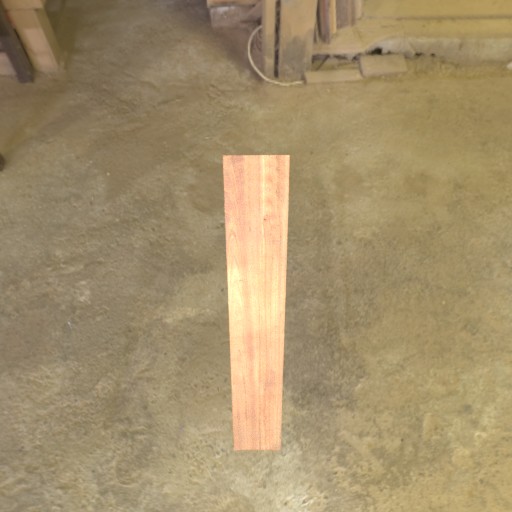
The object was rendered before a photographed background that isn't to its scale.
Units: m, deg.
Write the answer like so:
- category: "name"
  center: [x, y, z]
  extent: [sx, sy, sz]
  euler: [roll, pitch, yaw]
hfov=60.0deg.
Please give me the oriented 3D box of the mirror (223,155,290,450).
- category: "mirror"
  center: [0.000, 0.000, 0.881]
  extent: [0.100, 0.548, 0.631]
  euler: [0, 57, 0]
